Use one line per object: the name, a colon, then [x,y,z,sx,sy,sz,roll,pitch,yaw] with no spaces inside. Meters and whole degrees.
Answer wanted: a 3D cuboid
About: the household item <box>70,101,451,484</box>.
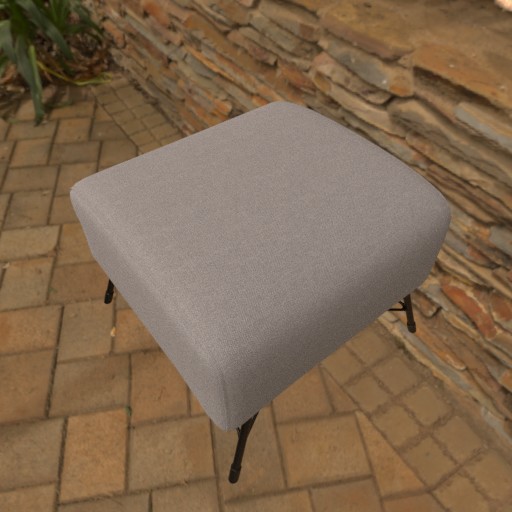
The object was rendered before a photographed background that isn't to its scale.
household item: [0.000,0.000,0.898,0.530,0.410,0.530,-30,54,-25]
